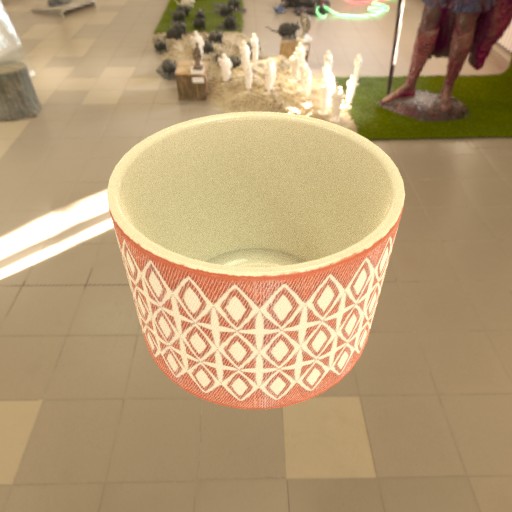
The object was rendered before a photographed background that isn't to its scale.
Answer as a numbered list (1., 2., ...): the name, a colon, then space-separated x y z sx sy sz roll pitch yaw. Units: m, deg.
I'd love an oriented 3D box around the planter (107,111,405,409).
1. planter: 0.000 0.000 0.342 0.192 0.148 0.192 0 42 0
